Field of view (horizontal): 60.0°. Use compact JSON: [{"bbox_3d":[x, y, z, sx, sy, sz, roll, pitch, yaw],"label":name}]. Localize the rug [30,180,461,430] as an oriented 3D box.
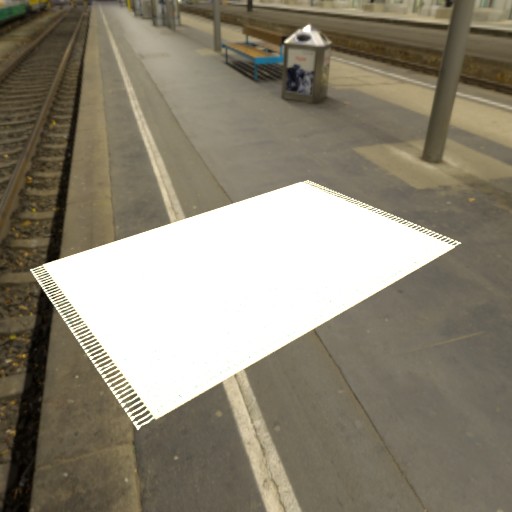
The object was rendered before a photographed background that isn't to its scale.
[{"bbox_3d":[0.000,0.000,2.938,2.438,0.010,1.524,-22,38,-32],"label":"rug"}]
